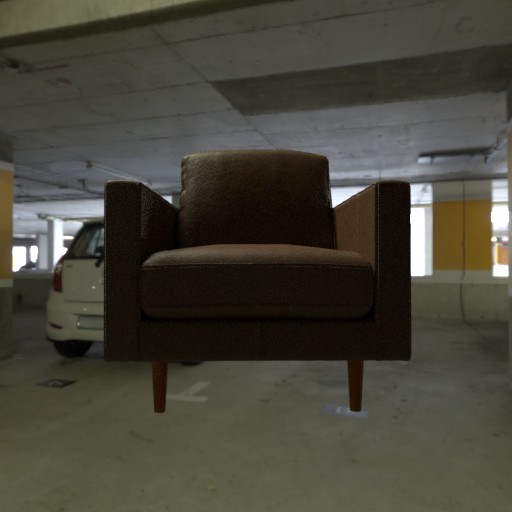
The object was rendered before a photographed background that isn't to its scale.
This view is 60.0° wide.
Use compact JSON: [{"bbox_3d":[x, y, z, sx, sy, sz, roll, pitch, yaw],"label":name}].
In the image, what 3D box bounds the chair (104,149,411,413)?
[{"bbox_3d":[0.000,0.000,1.685,0.890,0.956,0.909,0,-1,-1],"label":"chair"}]
